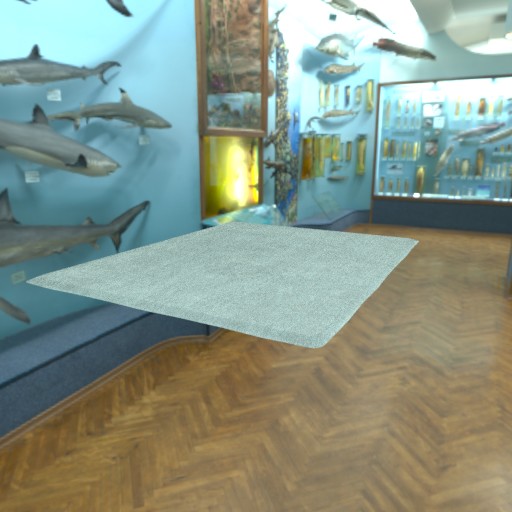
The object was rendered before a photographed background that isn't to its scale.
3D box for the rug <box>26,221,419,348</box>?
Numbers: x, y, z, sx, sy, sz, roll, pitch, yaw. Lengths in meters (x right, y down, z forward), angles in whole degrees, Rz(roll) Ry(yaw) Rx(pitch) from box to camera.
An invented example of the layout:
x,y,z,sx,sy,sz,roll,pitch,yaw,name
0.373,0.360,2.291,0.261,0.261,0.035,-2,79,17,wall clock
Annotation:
x,y,z,sx,sy,sz,roll,pitch,yaw,name
0.000,0.000,3.950,2.332,0.027,2.933,8,16,28,rug
